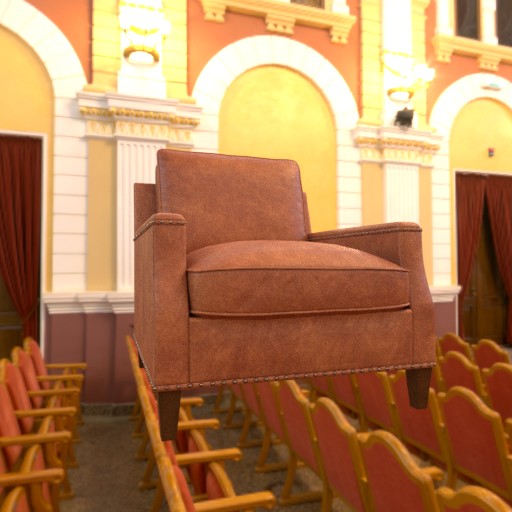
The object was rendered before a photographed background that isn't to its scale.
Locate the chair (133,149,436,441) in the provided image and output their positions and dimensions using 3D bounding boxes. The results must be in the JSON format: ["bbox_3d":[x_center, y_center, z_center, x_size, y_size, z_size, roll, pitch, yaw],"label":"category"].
[{"bbox_3d":[0.000,0.000,1.671,0.853,0.943,1.014,0,-1,-18],"label":"chair"}]
